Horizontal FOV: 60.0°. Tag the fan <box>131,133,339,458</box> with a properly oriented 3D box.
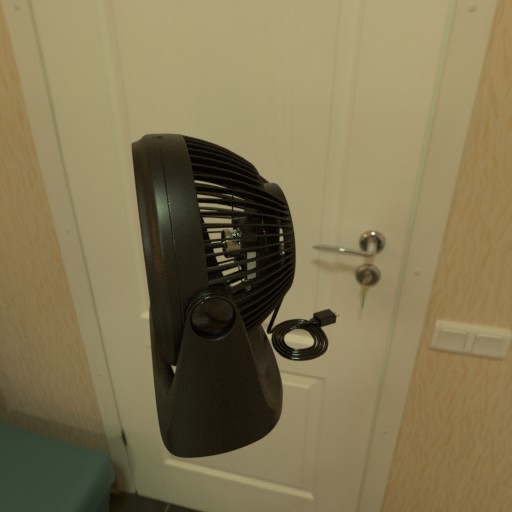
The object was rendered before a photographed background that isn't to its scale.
[{"bbox_3d":[0.000,0.000,0.496,0.256,0.277,0.273,-7,30,-13],"label":"fan"}]
